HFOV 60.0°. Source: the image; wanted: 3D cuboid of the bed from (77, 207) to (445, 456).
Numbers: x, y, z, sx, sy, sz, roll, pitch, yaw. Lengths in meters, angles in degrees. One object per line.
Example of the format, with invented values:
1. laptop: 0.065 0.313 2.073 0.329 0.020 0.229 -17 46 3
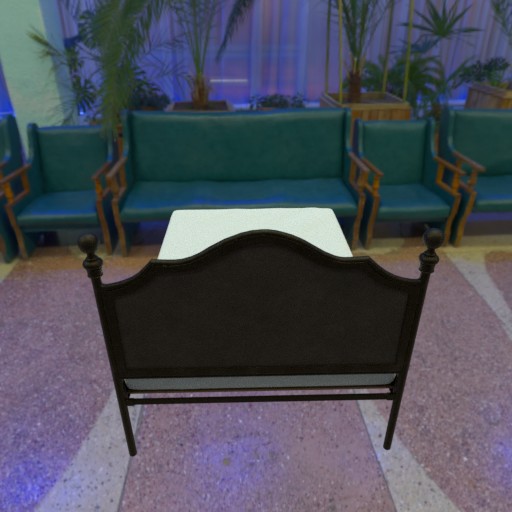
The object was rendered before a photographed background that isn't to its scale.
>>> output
1. bed: 0.000 0.000 3.259 1.642 1.499 2.224 -1 30 -1
